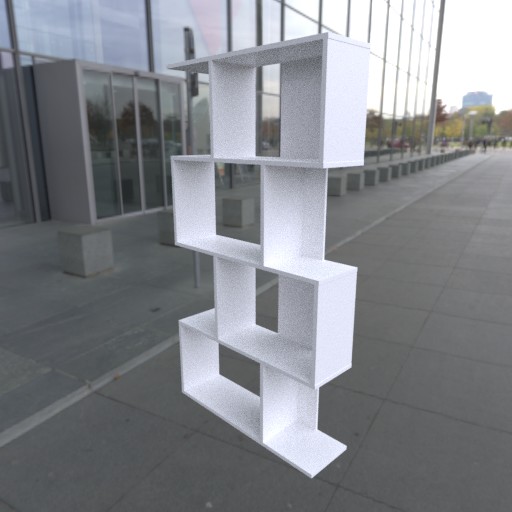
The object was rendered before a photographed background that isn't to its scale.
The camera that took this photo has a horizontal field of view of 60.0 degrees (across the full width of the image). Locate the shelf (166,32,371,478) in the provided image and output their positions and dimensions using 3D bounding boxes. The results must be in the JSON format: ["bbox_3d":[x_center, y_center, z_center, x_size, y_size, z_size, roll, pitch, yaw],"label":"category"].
[{"bbox_3d":[0.000,0.000,1.974,0.250,1.650,0.890,-14,20,-43],"label":"shelf"}]
